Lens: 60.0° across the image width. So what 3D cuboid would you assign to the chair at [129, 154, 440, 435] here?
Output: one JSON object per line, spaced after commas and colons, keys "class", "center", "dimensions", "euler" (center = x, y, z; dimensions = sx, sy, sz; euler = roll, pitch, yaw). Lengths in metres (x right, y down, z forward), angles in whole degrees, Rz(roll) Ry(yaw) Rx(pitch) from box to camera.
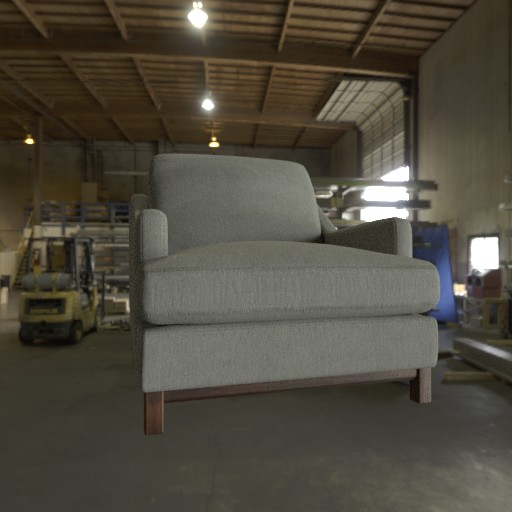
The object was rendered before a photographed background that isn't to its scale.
{"class": "chair", "center": [0.000, 0.000, 1.509], "dimensions": [0.826, 0.821, 0.892], "euler": [0, 0, -17]}
